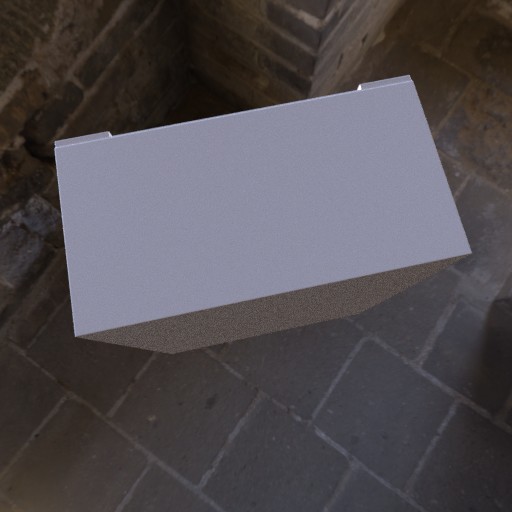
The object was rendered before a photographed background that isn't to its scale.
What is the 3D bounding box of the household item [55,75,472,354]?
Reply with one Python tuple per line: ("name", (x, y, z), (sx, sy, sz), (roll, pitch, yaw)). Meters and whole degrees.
("household item", (0.000, 0.000, 1.401), (0.790, 1.010, 0.420), (-12, 76, -3))
